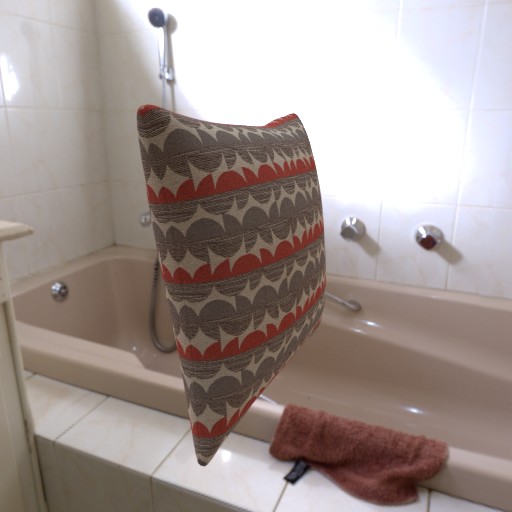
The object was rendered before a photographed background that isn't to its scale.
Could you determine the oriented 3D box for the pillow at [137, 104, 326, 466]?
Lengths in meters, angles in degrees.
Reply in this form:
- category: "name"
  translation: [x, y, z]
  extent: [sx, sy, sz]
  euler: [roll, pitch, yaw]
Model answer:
- category: "pillow"
  translation: [0.000, 0.000, 0.651]
  extent: [0.180, 0.410, 0.420]
  euler: [8, 18, 25]
